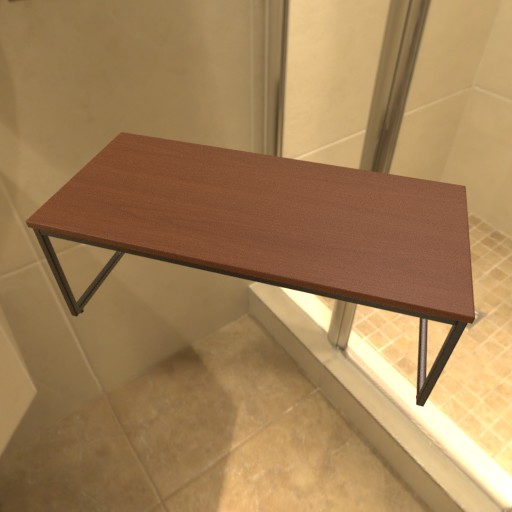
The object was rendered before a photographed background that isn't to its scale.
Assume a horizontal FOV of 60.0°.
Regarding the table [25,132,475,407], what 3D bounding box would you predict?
[{"bbox_3d":[0.000,0.000,1.343,1.100,0.400,0.500,12,45,12],"label":"table"}]
